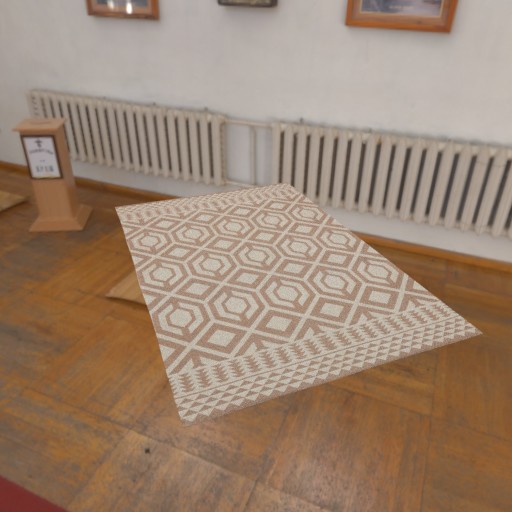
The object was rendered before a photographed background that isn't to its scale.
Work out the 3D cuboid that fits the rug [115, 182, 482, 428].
[{"bbox_3d":[0.000,0.000,2.310,1.219,0.008,1.829,-11,32,-19],"label":"rug"}]
